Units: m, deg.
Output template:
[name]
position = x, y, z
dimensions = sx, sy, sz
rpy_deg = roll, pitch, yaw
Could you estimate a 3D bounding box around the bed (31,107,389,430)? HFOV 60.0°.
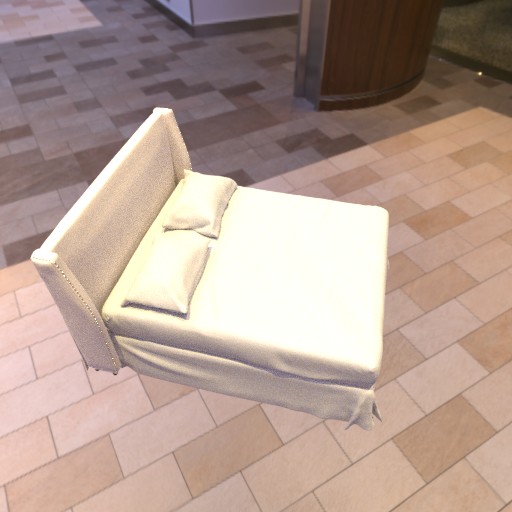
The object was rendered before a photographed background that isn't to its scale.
[bed]
position = 0.000, 0.000, 3.491
dimensions = 2.276, 1.332, 1.925
rpy_deg = 10, 47, 10
